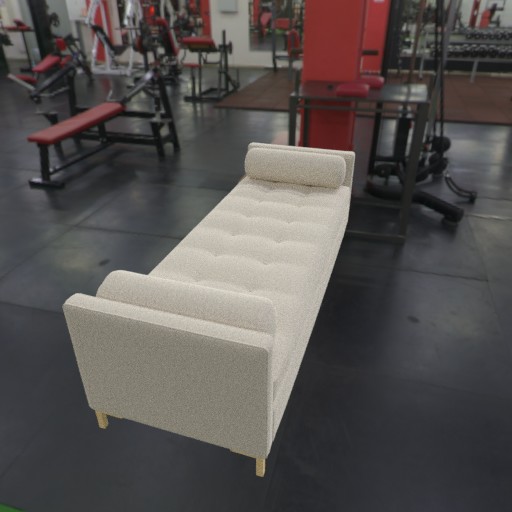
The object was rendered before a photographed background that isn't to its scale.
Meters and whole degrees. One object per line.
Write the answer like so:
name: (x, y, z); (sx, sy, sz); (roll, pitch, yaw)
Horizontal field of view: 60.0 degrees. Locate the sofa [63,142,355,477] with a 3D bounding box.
sofa: (0.000, 0.000, 2.329); (0.746, 0.641, 1.985); (9, 32, 16)
